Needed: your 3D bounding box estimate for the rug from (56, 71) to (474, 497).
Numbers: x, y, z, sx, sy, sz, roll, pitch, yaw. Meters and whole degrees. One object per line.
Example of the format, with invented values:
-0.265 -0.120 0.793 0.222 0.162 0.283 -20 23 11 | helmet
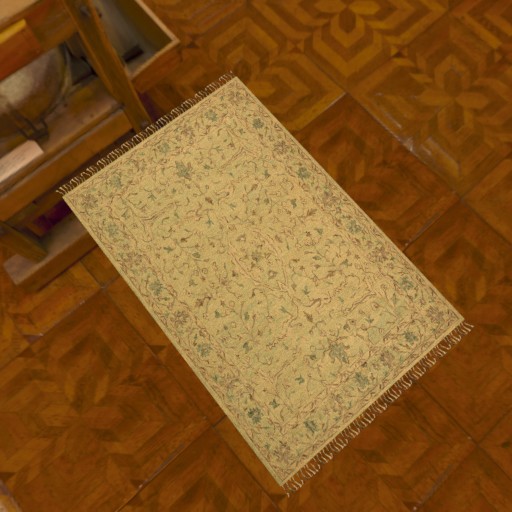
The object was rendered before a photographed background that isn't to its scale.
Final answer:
0.000 0.000 2.885 1.544 0.010 2.435 -38 78 -10 | rug
